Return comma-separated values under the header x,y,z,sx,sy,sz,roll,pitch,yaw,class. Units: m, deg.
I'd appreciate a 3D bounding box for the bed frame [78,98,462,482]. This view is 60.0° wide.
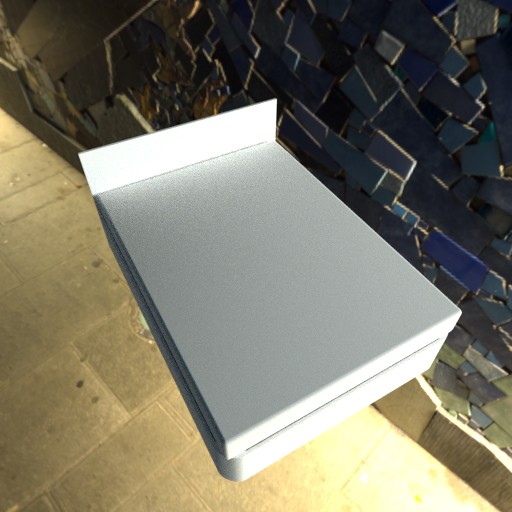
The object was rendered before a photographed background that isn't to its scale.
x,y,z,sx,sy,sz,roll,pitch,yaw,class
0.000,0.000,2.641,1.400,0.800,1.900,-22,50,-20,bed frame
